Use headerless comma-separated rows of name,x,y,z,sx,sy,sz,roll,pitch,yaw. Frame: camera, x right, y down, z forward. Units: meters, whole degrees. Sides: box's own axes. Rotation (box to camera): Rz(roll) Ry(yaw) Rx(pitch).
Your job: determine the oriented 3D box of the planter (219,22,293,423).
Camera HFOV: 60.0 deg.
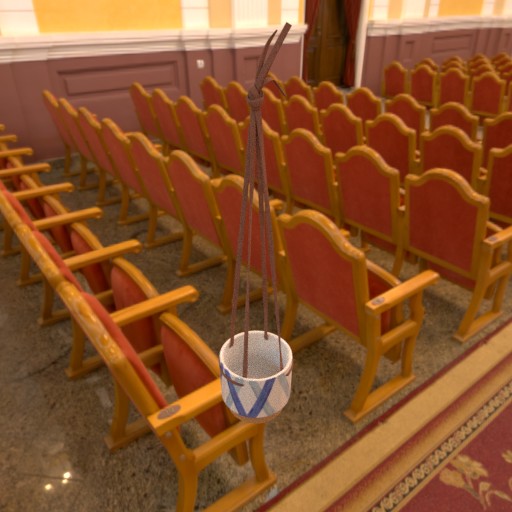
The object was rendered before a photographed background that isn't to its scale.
planter,0.000,0.000,0.808,0.157,0.753,0.153,-21,36,-32
